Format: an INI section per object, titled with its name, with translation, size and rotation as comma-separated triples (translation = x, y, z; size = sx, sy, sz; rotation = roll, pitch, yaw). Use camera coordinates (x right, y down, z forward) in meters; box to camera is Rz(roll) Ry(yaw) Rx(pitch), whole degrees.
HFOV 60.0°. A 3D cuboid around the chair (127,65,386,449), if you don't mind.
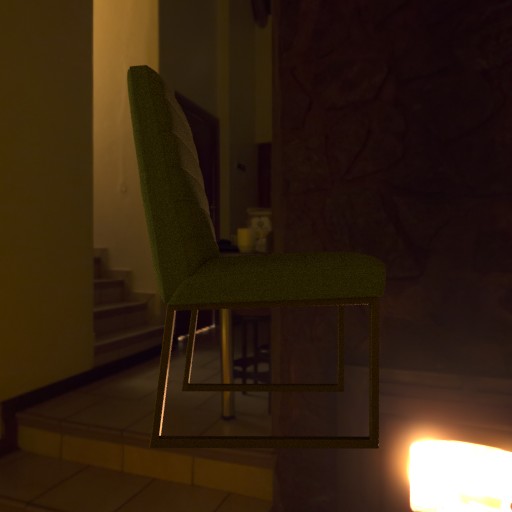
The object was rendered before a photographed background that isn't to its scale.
[chair]
translation = 0.000, 0.000, 1.302
size = 0.634, 0.930, 0.520
rotation = 0, 0, 0
